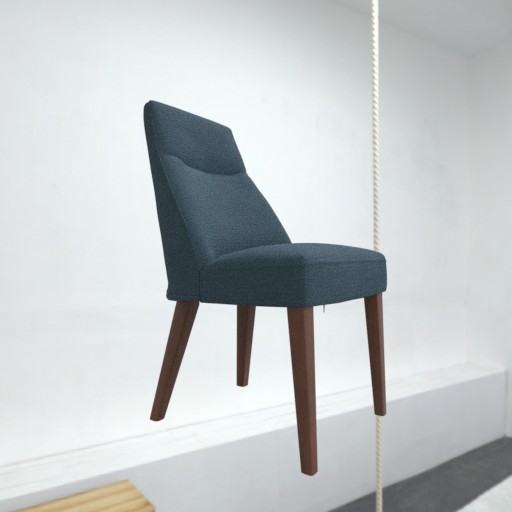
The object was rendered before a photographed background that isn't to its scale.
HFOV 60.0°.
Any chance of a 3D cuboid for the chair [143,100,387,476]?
[{"bbox_3d":[0.000,0.000,1.295,0.620,0.930,0.500,0,0,36],"label":"chair"}]
